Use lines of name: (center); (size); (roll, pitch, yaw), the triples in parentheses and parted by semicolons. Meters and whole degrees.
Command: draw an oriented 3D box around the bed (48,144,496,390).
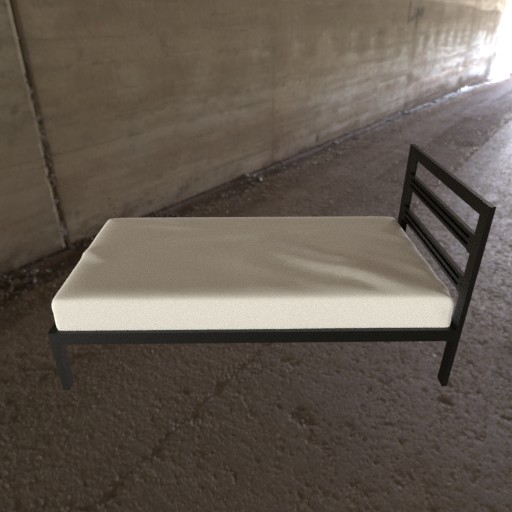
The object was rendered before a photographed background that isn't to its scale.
bed: (0.000, 0.000, 2.422); (1.930, 0.967, 0.991); (0, 28, -1)
